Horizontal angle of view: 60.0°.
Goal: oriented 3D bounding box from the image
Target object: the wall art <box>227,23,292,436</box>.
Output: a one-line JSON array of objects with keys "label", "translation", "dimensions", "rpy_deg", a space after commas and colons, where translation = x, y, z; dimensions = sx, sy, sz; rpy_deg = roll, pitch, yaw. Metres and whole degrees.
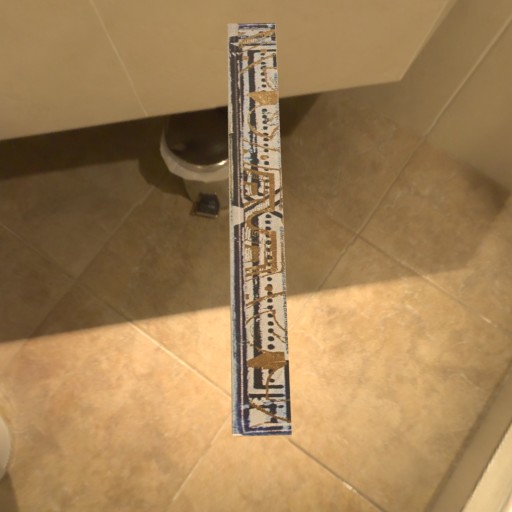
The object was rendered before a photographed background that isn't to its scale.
[{"label": "wall art", "translation": [0.000, 0.000, 0.460], "dimensions": [0.038, 0.306, 0.302], "rpy_deg": [-1, 77, 0]}]
